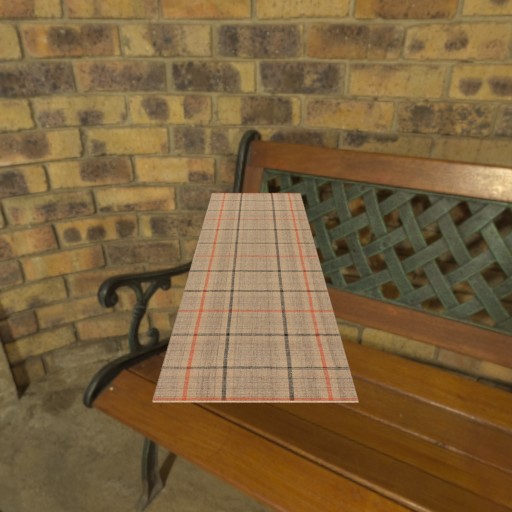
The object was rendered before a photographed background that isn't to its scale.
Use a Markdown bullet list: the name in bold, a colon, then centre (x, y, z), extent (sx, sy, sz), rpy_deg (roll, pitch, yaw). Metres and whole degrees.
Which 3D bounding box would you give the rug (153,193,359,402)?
- **rug**: centre (0.000, 0.000, 2.732), extent (0.762, 0.008, 2.439), rpy_deg (0, 26, 0)
